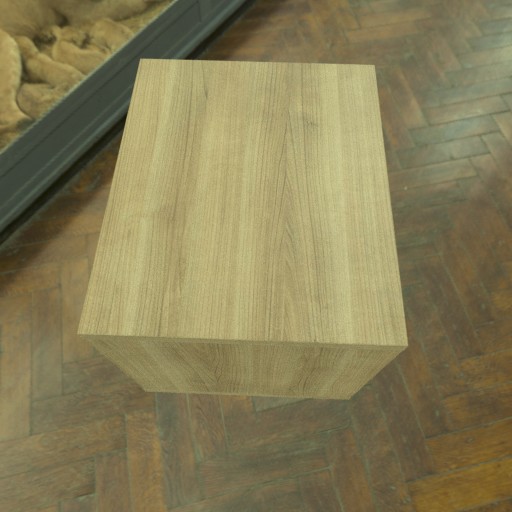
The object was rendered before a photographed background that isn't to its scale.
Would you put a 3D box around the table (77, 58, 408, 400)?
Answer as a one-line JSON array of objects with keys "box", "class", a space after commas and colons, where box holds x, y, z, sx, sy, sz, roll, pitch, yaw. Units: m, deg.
[{"box": [0.000, 0.000, 0.794, 0.380, 0.460, 0.445, 2, 63, 1], "class": "table"}]
